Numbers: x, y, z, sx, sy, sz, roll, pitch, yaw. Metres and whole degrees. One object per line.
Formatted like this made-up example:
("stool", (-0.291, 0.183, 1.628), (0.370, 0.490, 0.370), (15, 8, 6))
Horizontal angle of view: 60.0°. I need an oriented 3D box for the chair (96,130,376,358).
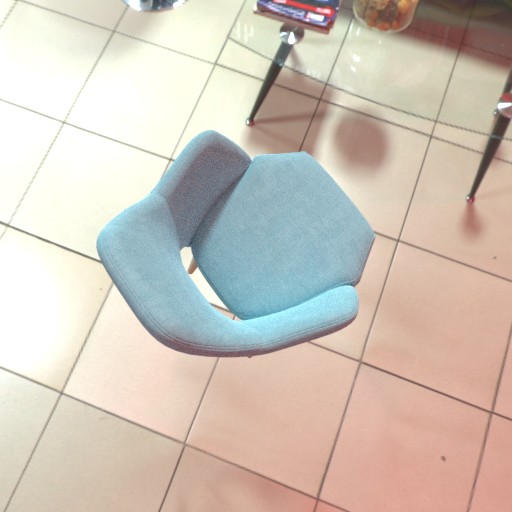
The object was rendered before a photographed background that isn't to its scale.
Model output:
("chair", (0.000, 0.000, 1.245), (0.610, 0.840, 0.590), (-35, 78, -9))
